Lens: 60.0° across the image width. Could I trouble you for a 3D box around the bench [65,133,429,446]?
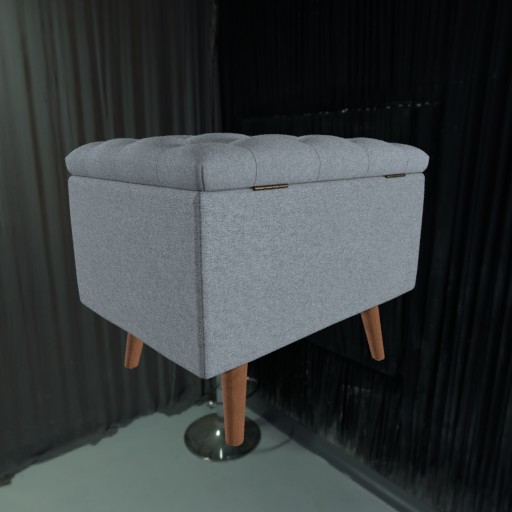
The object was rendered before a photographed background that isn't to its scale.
[{"bbox_3d":[0.000,0.000,0.888,0.572,0.469,0.417,-13,19,-41],"label":"bench"}]
